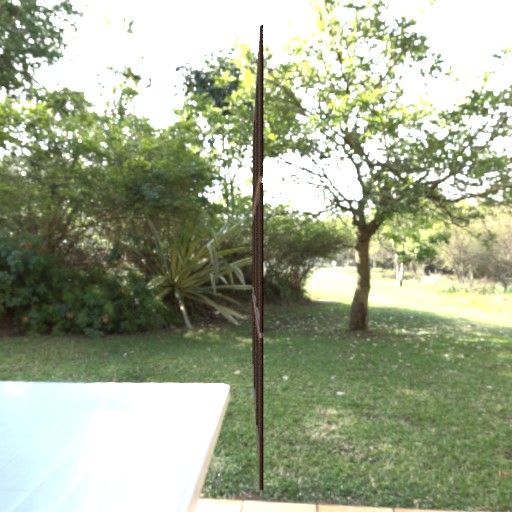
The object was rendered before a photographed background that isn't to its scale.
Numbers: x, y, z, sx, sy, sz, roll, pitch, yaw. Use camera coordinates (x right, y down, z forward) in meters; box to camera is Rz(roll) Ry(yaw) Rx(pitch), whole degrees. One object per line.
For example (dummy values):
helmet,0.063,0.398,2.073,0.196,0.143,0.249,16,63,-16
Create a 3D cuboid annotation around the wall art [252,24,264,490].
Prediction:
wall art,0.000,0.000,2.210,0.013,1.525,1.520,0,1,-1
